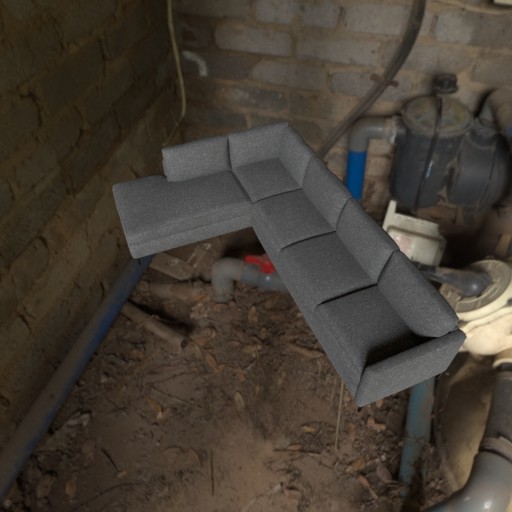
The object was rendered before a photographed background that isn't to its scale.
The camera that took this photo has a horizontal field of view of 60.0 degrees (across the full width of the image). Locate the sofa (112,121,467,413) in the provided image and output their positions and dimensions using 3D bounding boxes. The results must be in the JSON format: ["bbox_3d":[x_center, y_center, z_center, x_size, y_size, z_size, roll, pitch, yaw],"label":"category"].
[{"bbox_3d":[0.000,0.000,3.873,2.007,0.815,2.949,-17,50,-15],"label":"sofa"}]
